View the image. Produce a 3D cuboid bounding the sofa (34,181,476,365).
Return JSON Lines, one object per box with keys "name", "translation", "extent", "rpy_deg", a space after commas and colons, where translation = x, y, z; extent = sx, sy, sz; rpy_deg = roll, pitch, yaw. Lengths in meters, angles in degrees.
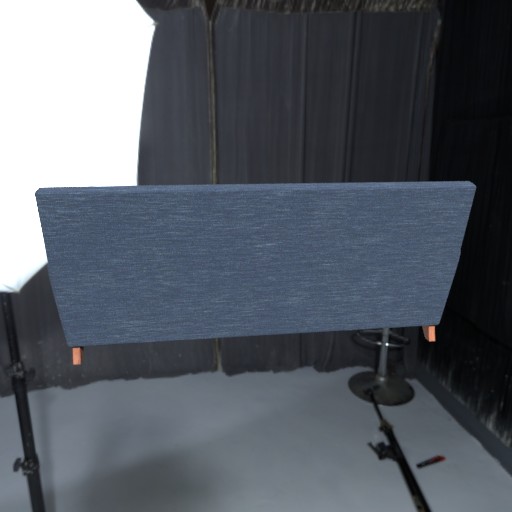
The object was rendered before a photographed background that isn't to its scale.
{"name": "sofa", "translation": [0.000, 0.000, 2.402], "extent": [1.976, 0.846, 0.875], "rpy_deg": [-2, 15, -8]}
